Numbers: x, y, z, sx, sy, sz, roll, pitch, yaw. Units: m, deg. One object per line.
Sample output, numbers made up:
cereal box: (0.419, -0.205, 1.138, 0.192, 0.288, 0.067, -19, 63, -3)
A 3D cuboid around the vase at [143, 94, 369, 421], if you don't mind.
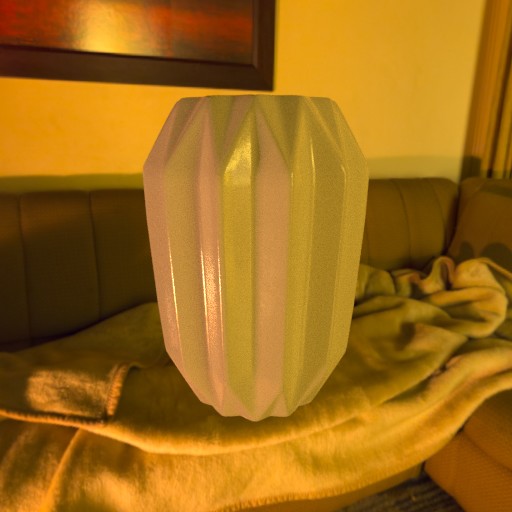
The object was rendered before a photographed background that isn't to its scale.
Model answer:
vase: (0.000, 0.000, 0.413, 0.195, 0.275, 0.195, 0, 16, 0)
